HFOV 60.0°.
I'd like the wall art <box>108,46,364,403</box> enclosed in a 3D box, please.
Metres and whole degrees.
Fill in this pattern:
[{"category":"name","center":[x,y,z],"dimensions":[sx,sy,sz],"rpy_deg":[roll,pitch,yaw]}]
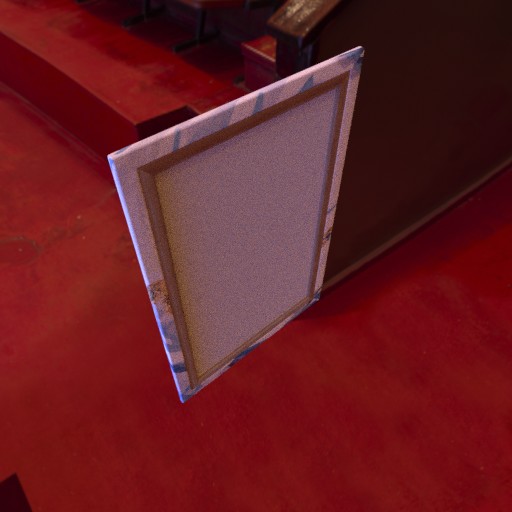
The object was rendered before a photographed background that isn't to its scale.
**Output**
[{"category":"wall art","center":[0.000,0.000,1.166],"dimensions":[0.610,0.914,0.016],"rpy_deg":[-33,56,-26]}]
